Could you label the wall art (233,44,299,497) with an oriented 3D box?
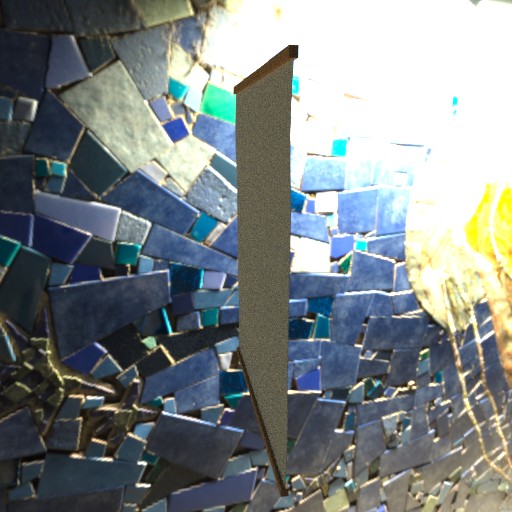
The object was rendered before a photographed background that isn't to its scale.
[{"bbox_3d":[0.000,0.000,0.785,0.011,0.605,0.458,-3,15,-10],"label":"wall art"}]
